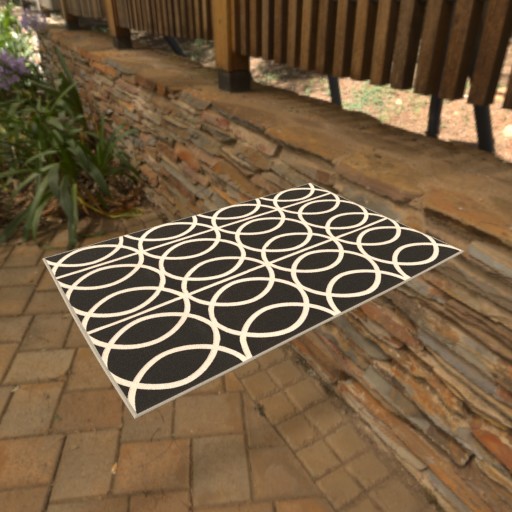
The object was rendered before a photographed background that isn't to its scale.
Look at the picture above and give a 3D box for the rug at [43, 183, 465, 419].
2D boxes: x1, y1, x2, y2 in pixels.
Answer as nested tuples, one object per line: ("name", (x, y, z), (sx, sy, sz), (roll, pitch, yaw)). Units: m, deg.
("rug", (0.000, 0.000, 2.863), (2.294, 0.014, 1.528), (-20, 36, -30))
